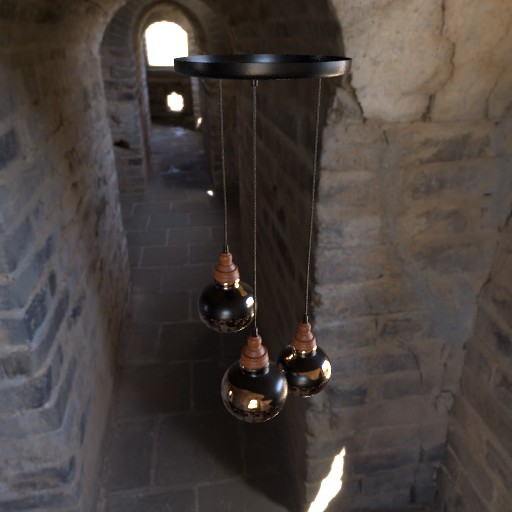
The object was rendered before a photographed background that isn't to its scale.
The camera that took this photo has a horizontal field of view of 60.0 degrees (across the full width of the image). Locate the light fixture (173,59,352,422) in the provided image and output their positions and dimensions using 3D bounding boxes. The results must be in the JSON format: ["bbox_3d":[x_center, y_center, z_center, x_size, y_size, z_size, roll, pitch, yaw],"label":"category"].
[{"bbox_3d":[0.000,0.000,1.726,0.605,1.410,0.608,18,32,31],"label":"light fixture"}]
